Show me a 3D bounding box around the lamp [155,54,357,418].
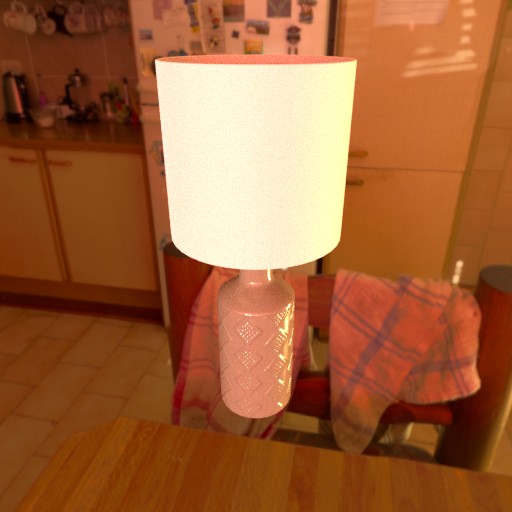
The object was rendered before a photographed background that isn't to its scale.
[{"bbox_3d":[0.000,0.000,0.566,0.207,0.461,0.207,-9,28,-17],"label":"lamp"}]
